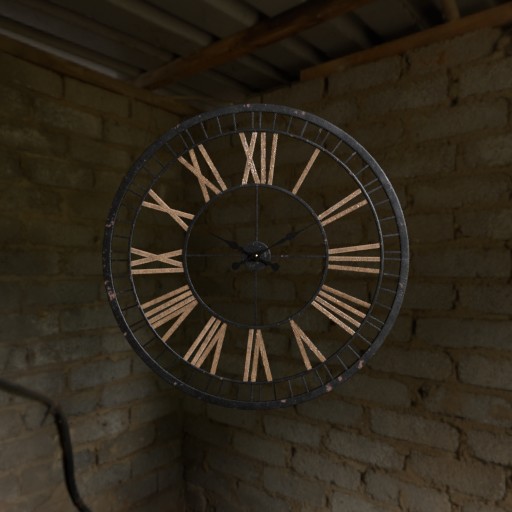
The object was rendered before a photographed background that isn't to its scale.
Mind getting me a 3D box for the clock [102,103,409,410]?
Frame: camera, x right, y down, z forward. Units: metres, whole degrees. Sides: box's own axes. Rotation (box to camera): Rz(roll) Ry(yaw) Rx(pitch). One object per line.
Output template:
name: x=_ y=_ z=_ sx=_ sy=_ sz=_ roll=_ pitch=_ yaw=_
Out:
clock: x=0.000 y=0.000 z=1.214 sx=0.843 sy=0.843 sz=0.025 roll=0 pitch=-1 yaw=0
